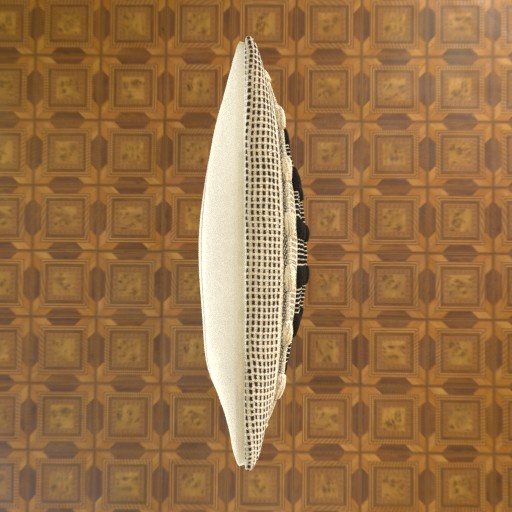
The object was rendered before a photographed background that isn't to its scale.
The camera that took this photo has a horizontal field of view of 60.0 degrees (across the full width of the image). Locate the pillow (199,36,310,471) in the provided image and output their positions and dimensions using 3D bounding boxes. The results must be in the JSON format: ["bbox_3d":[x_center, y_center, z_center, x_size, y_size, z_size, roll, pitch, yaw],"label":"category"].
[{"bbox_3d":[0.000,0.000,0.653,0.156,0.438,0.436,0,89,1],"label":"pillow"}]
